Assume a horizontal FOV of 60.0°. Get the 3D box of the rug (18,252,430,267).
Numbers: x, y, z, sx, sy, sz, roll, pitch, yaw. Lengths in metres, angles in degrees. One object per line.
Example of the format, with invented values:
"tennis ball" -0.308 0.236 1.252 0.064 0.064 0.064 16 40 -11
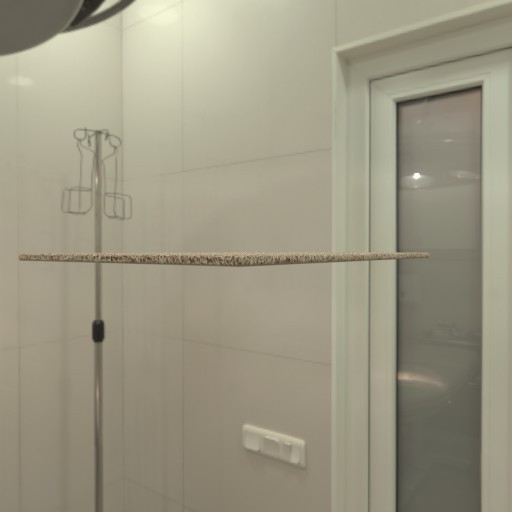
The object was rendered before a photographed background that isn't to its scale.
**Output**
"rug" 0.000 0.000 2.239 1.219 0.030 1.778 1 1 37
